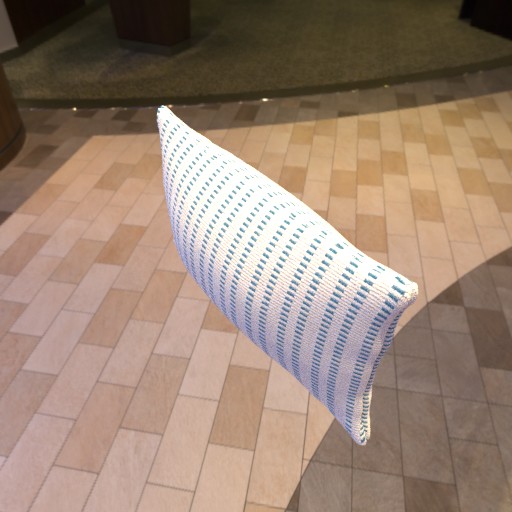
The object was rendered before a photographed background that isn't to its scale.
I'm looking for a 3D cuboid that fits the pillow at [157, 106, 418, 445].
[{"bbox_3d":[0.000,0.000,0.802,0.210,0.353,0.640,-25,47,-26],"label":"pillow"}]
